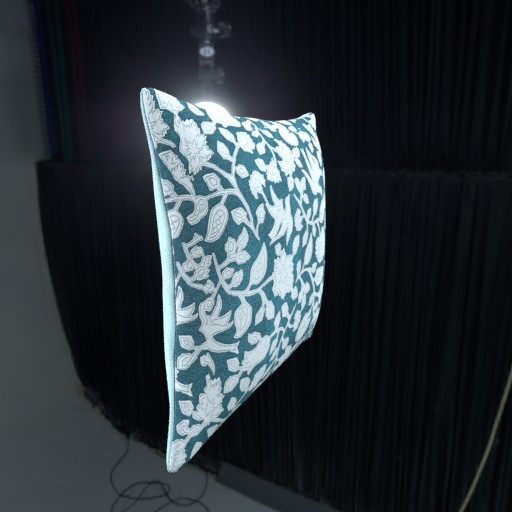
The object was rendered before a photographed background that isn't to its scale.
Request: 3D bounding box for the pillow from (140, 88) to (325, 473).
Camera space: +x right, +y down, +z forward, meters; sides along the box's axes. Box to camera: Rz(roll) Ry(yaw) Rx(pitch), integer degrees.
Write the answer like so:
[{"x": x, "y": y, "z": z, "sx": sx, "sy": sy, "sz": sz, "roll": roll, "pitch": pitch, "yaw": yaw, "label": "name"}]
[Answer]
[{"x": 0.000, "y": 0.000, "z": 0.778, "sx": 0.166, "sy": 0.508, "sz": 0.525, "roll": 8, "pitch": 16, "yaw": 27, "label": "pillow"}]
